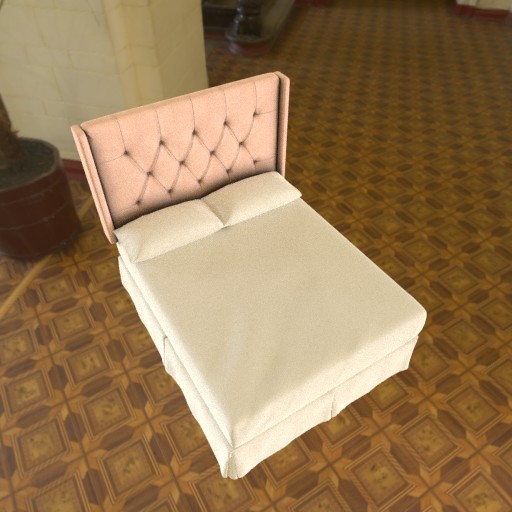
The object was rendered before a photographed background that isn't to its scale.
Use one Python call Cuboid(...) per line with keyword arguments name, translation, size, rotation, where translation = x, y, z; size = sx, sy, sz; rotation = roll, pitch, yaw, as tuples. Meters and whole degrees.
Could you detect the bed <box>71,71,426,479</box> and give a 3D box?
Cuboid(name="bed", translation=(0.000, 0.000, 3.262), size=(1.719, 1.665, 2.066), rotation=(-24, 50, -22))
